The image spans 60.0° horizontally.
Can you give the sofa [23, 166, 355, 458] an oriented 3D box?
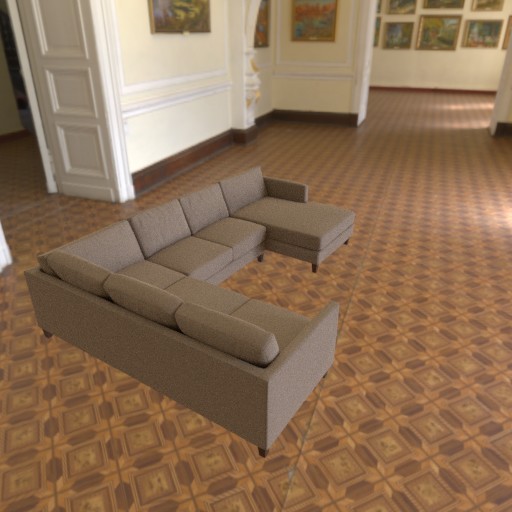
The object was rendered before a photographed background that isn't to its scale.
[{"bbox_3d":[0.000,0.000,4.491,2.424,0.865,3.438,16,31,29],"label":"sofa"}]
